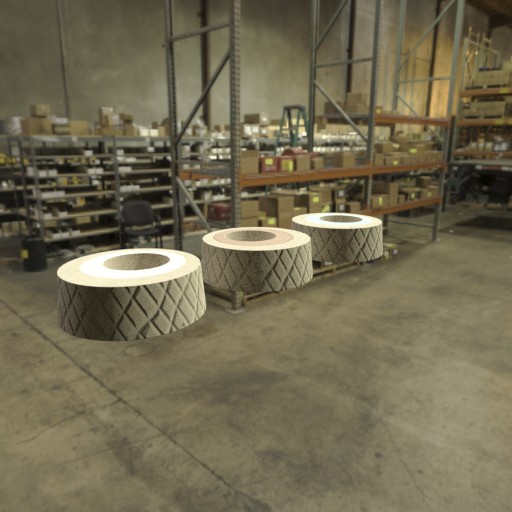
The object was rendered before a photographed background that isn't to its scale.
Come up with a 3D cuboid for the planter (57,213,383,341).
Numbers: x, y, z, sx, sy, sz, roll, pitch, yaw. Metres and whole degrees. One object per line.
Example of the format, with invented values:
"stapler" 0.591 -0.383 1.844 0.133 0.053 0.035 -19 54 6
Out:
"planter" 0.000 0.000 0.445 0.114 0.038 0.390 14 20 43
